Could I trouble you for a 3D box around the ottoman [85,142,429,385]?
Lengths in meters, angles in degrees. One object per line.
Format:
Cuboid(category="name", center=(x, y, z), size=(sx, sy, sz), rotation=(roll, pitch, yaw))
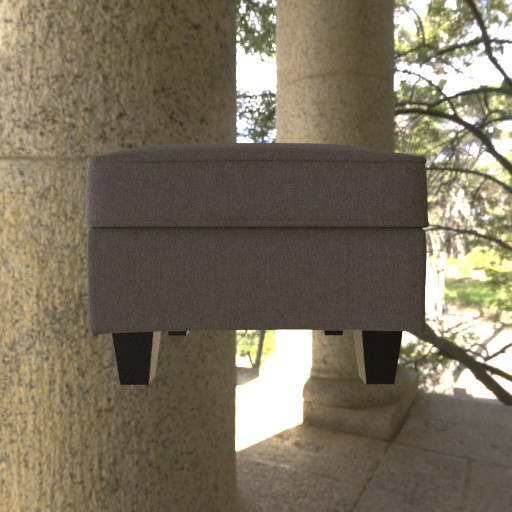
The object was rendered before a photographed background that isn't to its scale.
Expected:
Cuboid(category="ottoman", center=(0.000, 0.000, 1.415), size=(0.808, 0.612, 0.871), rotation=(0, 1, -1))
